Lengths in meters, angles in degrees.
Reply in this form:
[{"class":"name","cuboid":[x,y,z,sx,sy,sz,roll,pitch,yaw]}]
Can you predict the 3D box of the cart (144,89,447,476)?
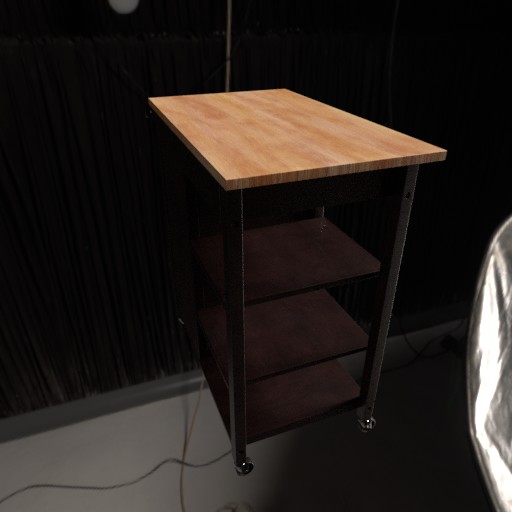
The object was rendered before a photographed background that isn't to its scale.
[{"class":"cart","cuboid":[0.000,0.000,1.406,0.472,0.878,0.914,-11,32,-18]}]
